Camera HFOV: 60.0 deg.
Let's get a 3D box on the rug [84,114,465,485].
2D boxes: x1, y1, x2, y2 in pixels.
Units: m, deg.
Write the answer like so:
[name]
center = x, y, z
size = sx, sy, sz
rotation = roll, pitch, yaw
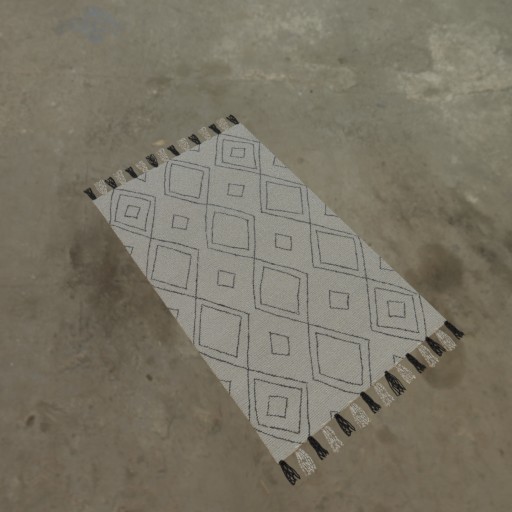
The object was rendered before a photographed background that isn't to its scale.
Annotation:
[rug]
center = 0.000, 0.000, 3.336
size = 1.524, 0.021, 2.755
rotation = -33, 65, -18
